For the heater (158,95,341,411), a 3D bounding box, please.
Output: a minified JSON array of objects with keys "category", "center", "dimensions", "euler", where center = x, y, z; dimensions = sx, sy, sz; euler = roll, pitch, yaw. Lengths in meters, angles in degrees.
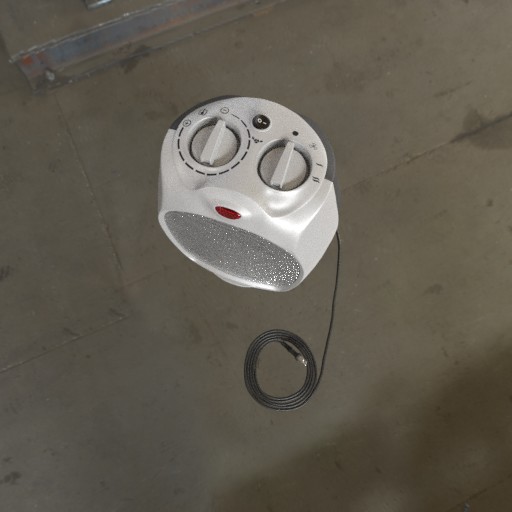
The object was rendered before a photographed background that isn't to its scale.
[{"category":"heater","center":[0.000,0.000,0.470],"dimensions":[0.239,0.255,0.291],"euler":[19,75,5]}]
